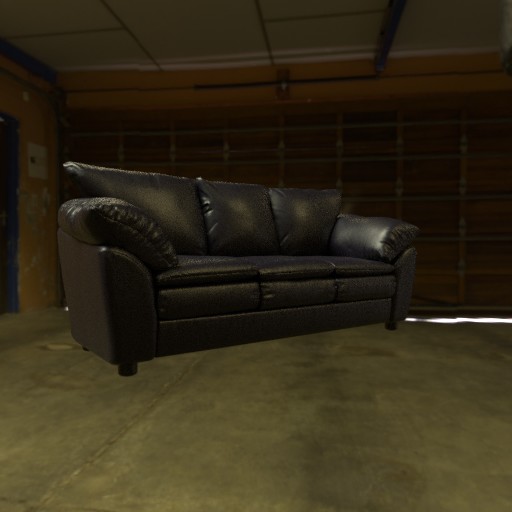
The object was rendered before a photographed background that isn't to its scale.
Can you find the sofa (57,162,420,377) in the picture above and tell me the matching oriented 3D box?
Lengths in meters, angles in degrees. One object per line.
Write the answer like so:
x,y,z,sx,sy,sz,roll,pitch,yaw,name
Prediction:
0.000,0.000,2.861,2.336,1.073,0.880,-1,1,-36,sofa
